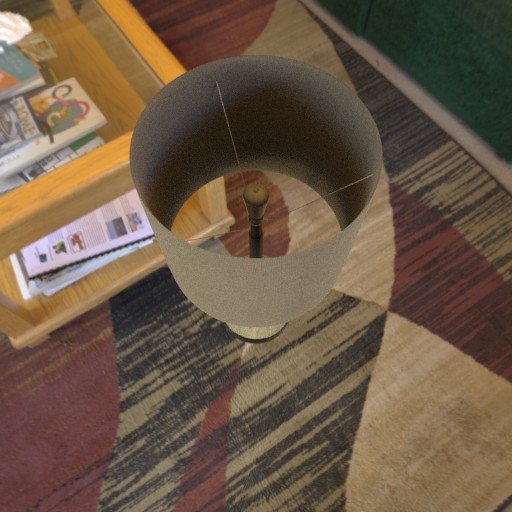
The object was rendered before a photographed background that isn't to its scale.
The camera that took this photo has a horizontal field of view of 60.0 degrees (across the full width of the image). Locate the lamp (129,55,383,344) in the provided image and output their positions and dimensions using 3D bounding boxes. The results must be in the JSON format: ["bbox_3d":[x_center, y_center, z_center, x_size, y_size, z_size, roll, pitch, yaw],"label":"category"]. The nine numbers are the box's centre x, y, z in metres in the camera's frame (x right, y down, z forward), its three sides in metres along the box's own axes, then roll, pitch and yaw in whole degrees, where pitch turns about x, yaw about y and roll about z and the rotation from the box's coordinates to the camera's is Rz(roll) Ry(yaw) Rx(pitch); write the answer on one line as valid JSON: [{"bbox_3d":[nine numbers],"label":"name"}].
[{"bbox_3d":[0.000,0.000,0.611,0.229,0.470,0.229,35,70,15],"label":"lamp"}]
